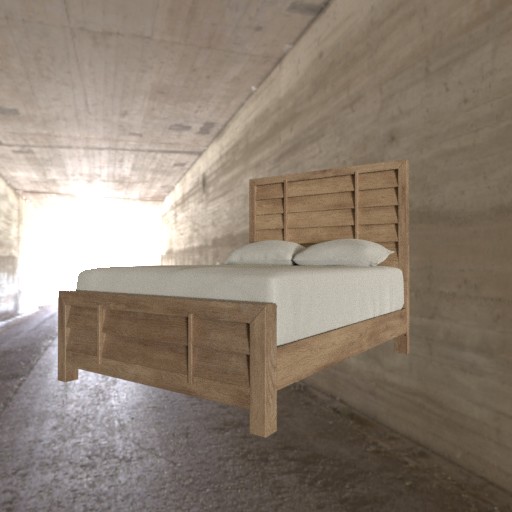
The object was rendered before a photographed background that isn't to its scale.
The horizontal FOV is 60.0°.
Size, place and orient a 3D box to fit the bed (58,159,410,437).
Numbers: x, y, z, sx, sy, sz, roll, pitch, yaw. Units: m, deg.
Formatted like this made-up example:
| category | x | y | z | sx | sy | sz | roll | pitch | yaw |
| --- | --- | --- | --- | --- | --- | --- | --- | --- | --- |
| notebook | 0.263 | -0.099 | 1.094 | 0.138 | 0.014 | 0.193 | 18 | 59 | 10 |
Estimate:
| category | x | y | z | sx | sy | sz | roll | pitch | yaw |
| --- | --- | --- | --- | --- | --- | --- | --- | --- | --- |
| bed | 0.000 | 0.000 | 3.310 | 1.626 | 1.626 | 2.197 | 0 | -1 | 35 |
